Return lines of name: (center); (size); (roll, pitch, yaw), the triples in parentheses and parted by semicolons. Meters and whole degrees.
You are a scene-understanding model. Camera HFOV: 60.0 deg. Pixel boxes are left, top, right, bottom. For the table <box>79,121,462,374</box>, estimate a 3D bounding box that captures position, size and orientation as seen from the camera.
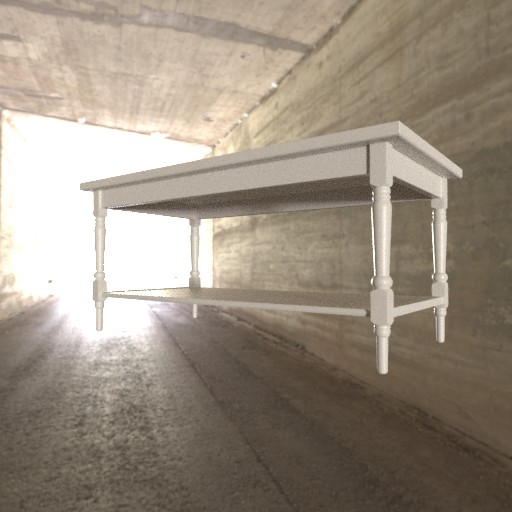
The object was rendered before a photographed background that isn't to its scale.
table: (0.000, 0.000, 1.410); (1.107, 0.510, 0.550); (-1, -1, 37)
